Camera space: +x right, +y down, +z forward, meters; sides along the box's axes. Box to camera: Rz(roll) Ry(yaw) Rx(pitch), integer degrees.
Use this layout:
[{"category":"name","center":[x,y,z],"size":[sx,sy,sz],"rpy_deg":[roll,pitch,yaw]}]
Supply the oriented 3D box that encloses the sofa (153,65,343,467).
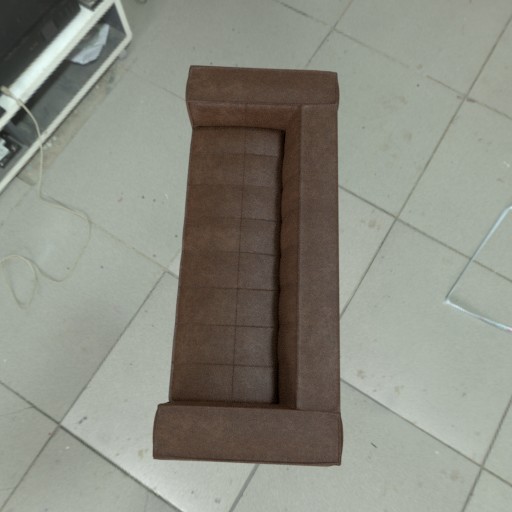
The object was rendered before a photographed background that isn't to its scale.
[{"category":"sofa","center":[0.000,0.000,3.078],"size":[1.102,0.701,2.581],"rpy_deg":[2,74,1]}]
